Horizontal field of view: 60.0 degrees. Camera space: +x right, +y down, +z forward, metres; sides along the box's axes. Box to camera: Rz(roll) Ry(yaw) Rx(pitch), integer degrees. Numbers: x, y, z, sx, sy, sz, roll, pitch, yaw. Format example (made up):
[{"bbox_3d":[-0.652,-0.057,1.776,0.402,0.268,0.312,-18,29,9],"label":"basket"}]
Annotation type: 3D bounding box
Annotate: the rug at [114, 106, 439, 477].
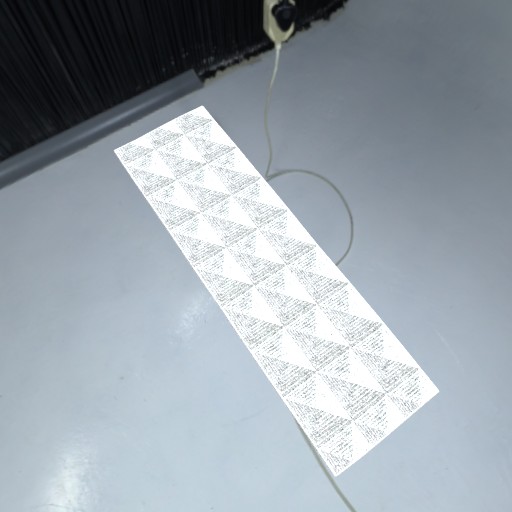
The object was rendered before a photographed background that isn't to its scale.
[{"bbox_3d":[0.000,0.000,2.414,0.645,0.015,2.182,-32,68,-14],"label":"rug"}]
